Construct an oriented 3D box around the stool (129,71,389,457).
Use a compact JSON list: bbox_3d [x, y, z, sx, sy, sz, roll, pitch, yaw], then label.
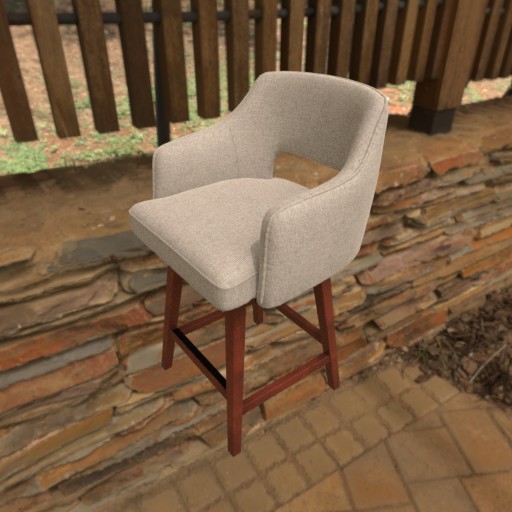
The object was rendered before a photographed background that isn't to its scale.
[{"bbox_3d":[0.000,0.000,1.304,0.558,0.944,0.599,-21,37,-31],"label":"stool"}]
